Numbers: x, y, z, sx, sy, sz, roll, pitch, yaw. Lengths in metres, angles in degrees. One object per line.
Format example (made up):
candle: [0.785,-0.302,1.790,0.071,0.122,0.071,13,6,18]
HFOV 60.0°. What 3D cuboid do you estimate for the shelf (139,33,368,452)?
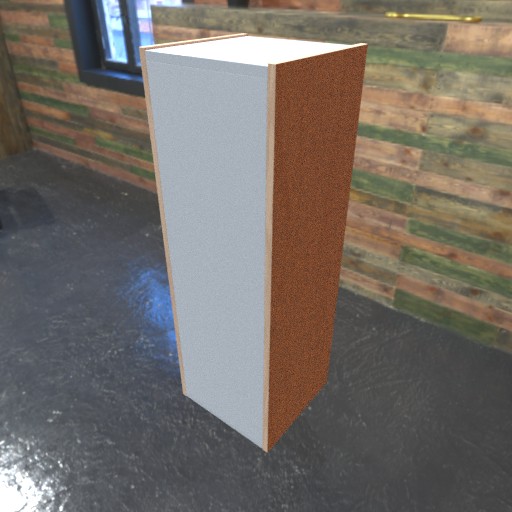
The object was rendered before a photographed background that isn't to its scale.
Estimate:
shelf: [0.000,0.000,1.041,0.300,0.900,0.290,23,39,32]
